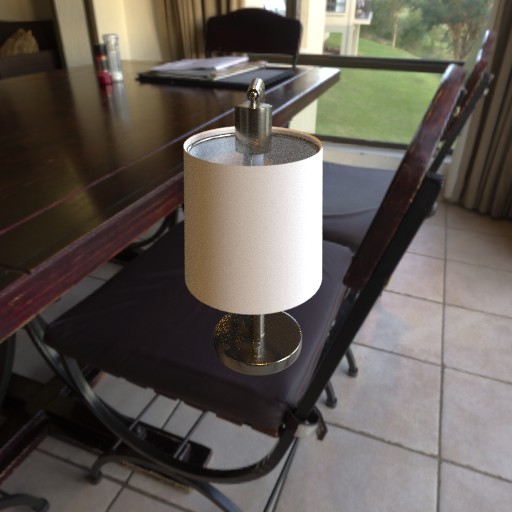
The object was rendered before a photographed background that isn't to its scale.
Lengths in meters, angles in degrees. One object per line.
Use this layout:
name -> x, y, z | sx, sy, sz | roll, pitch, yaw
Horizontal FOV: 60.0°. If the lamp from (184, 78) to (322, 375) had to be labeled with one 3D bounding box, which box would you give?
lamp -> 0.000, 0.000, 0.641 | 0.171, 0.489, 0.333 | 1, 31, 2
